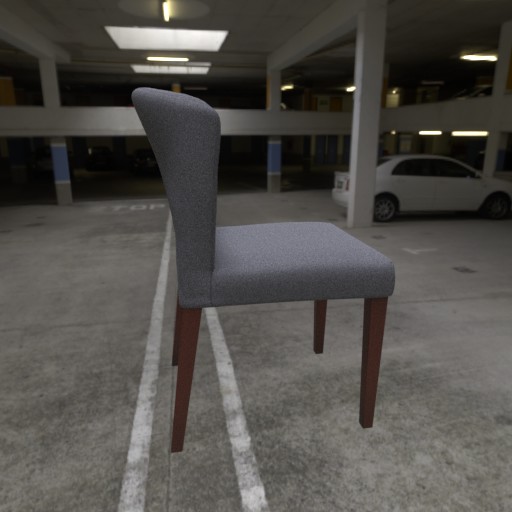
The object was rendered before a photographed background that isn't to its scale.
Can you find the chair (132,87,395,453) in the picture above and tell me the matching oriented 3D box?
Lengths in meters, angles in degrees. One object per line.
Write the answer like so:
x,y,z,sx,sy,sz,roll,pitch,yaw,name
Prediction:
0.000,0.000,1.202,0.592,0.839,0.491,-3,16,-10,chair
